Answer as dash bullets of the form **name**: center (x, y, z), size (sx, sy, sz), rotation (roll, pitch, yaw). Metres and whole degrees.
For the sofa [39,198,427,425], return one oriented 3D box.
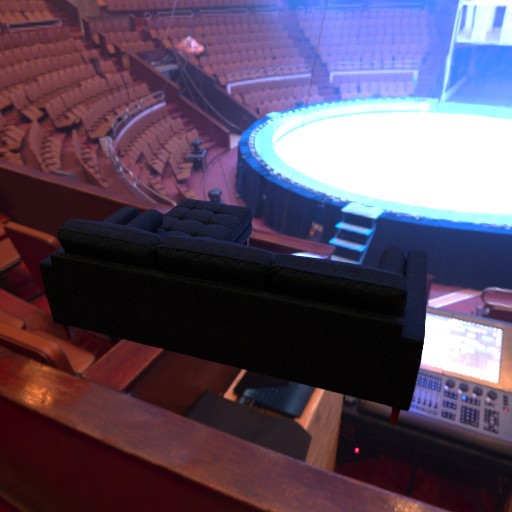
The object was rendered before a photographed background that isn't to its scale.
- **sofa**: center (0.000, 0.000, 3.024), size (2.185, 0.841, 1.613), rotation (10, 31, 17)
